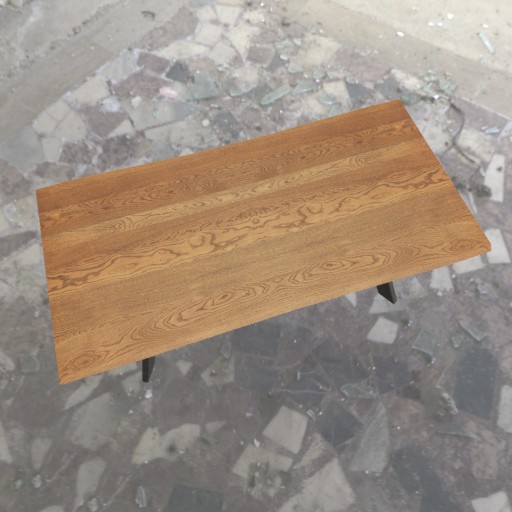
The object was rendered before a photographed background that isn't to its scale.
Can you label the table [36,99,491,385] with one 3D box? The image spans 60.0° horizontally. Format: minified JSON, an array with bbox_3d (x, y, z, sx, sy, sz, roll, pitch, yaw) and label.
[{"bbox_3d":[0.000,0.000,2.247,1.800,0.770,0.900,-16,65,-8],"label":"table"}]
